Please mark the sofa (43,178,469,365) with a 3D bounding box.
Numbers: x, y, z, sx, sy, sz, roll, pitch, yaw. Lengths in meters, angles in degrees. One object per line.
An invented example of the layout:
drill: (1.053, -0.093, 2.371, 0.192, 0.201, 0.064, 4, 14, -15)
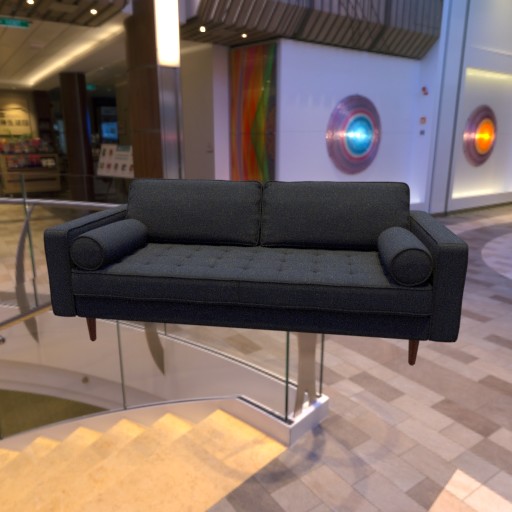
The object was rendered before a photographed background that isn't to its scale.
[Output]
sofa: (0.000, 0.000, 2.367, 1.880, 0.762, 0.914, 2, 15, 9)
